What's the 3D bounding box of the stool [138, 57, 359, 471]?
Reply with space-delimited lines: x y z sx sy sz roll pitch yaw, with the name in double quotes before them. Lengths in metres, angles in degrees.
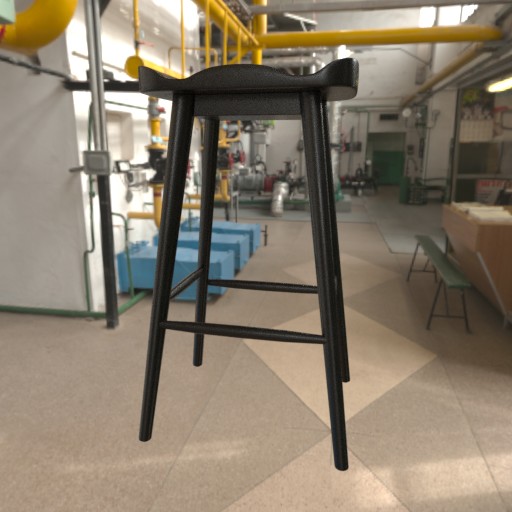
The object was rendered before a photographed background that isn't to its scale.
"stool" 0.000 0.000 0.973 0.440 0.749 0.361 3 14 12
